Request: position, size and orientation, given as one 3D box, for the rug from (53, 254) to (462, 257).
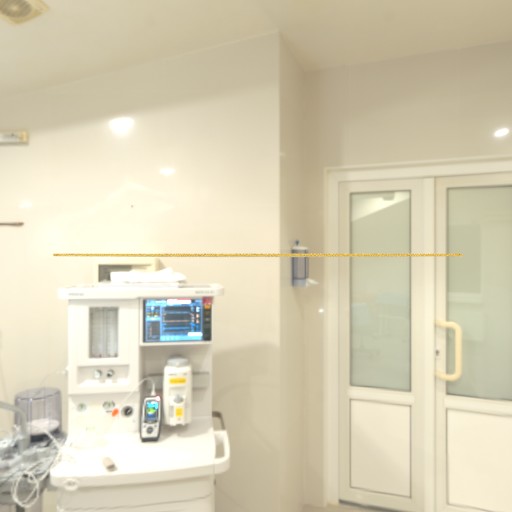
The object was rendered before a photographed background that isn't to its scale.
[{"bbox_3d":[0.000,0.000,4.312,2.486,0.015,3.242,0,0,-1],"label":"rug"}]
